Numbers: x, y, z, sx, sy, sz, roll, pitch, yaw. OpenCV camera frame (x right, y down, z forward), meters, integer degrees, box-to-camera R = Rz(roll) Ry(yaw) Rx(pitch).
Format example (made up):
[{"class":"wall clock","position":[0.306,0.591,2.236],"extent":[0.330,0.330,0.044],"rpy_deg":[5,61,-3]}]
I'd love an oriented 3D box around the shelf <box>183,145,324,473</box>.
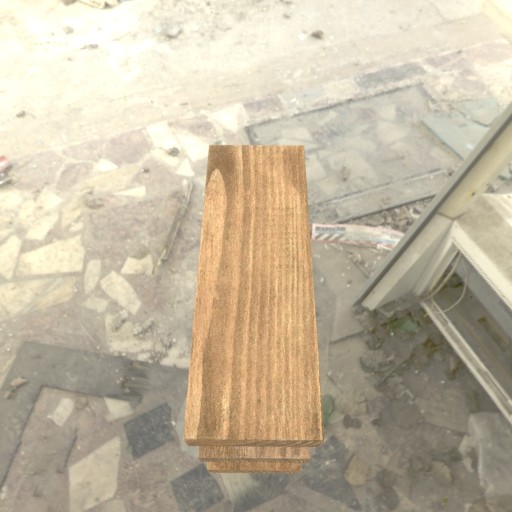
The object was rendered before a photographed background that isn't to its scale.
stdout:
[{"class":"shelf","position":[0.000,0.000,0.722],"extent":[0.140,0.293,0.610],"rpy_deg":[0,58,0]}]
